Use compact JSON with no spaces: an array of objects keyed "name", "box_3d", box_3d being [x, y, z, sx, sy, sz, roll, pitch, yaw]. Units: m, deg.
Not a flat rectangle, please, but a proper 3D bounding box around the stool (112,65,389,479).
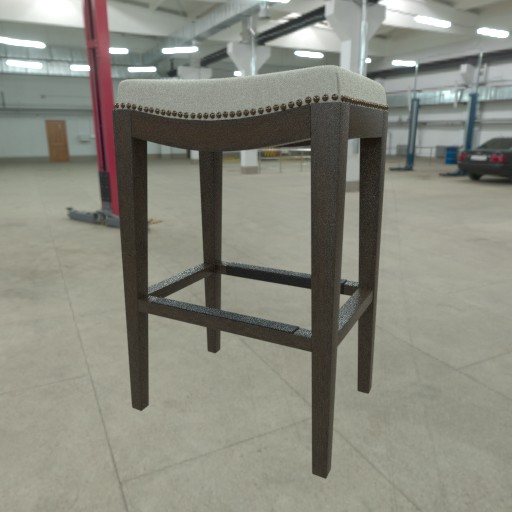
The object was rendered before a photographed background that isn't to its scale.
[{"name":"stool","box_3d":[0.000,0.000,1.024,0.498,0.759,0.358,8,17,27]}]
